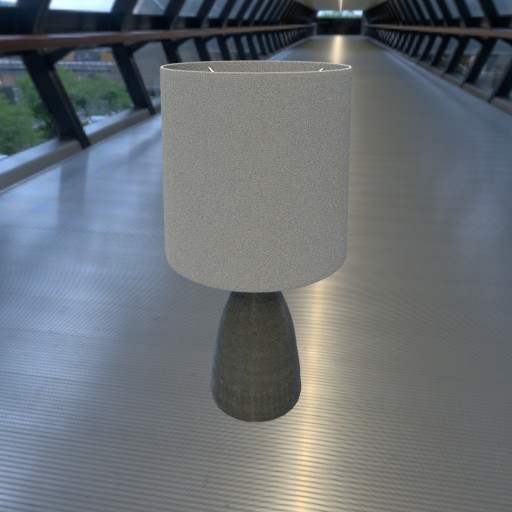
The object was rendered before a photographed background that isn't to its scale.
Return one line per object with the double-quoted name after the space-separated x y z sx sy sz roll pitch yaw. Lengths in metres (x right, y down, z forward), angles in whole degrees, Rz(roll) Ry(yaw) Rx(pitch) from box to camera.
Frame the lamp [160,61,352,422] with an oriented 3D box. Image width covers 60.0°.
0.000 0.000 0.467 0.186 0.369 0.186 0 26 0 "lamp"
